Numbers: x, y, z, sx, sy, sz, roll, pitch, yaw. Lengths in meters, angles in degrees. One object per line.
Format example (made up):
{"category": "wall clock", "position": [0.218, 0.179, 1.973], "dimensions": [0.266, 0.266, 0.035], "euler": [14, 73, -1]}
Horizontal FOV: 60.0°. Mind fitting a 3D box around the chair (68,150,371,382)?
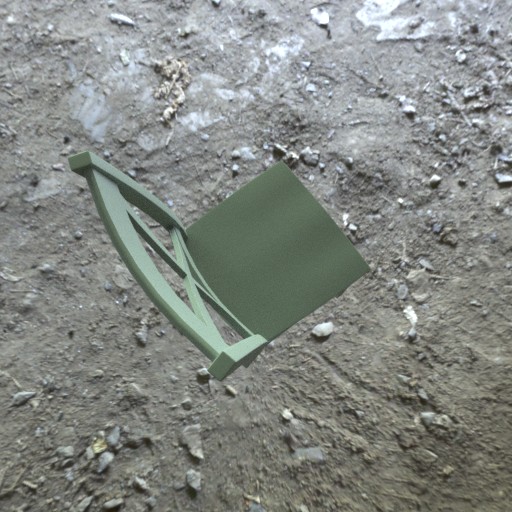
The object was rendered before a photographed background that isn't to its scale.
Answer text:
{"category": "chair", "position": [0.000, 0.000, 1.264], "dimensions": [0.542, 0.983, 0.485], "euler": [-35, 77, -9]}
